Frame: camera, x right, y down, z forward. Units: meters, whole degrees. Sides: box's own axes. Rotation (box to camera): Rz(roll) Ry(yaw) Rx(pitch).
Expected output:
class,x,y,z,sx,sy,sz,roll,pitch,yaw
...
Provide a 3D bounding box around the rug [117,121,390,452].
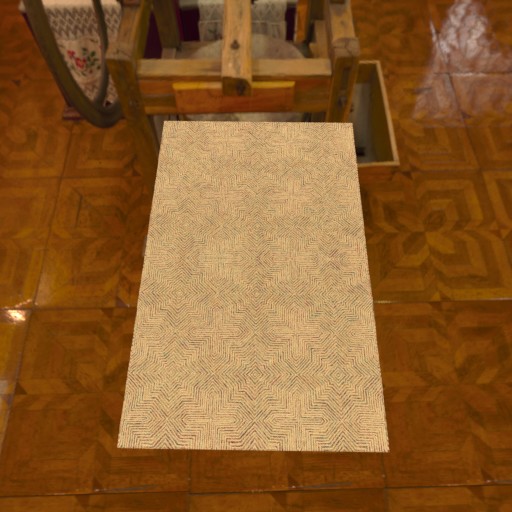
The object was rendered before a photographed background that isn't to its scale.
class,x,y,z,sx,sy,sz,roll,pitch,yaw
rug,0.000,0.000,3.017,1.519,0.007,2.428,1,63,0
